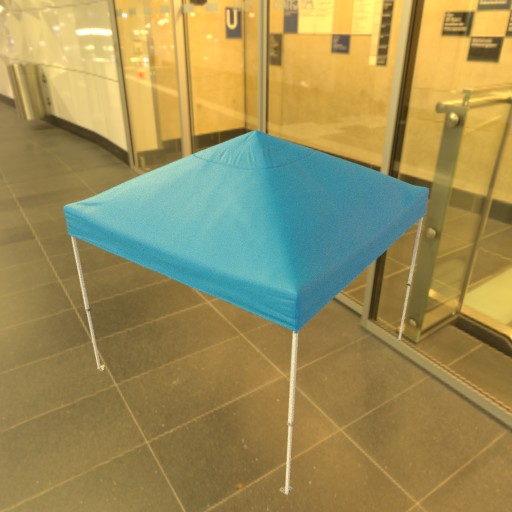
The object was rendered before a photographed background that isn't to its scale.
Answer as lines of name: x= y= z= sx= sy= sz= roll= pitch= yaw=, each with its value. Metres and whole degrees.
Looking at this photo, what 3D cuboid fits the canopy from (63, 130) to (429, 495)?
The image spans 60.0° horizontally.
canopy: x=0.000 y=0.000 z=5.376 sx=2.998 sy=2.997 sz=2.996 roll=19 pitch=33 yaw=32
